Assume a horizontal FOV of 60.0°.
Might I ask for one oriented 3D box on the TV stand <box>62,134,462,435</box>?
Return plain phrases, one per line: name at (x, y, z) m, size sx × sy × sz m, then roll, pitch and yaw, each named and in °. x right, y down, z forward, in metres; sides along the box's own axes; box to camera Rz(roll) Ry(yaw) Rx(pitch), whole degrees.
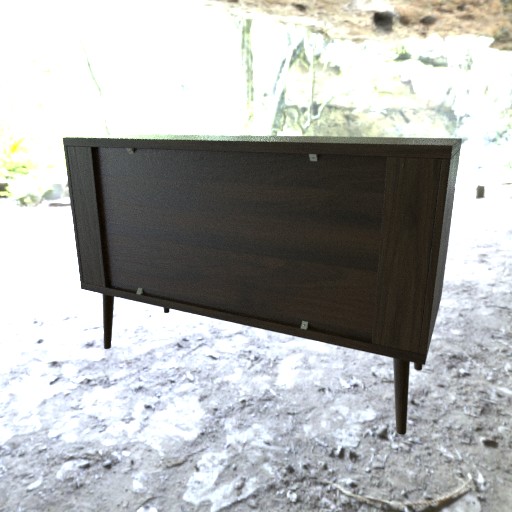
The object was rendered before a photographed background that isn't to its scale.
TV stand at (0.000, 0.000, 1.278) m, size 0.990 × 0.660 × 0.405 m, roll 8°, pitch 19°, yaw 25°
